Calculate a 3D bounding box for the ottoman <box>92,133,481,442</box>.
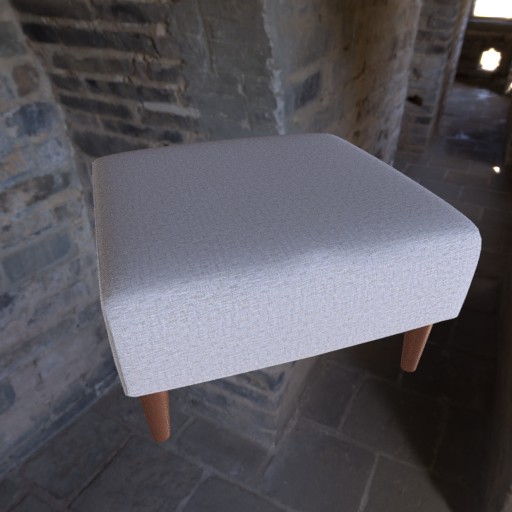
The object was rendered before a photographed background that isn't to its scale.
[{"bbox_3d":[0.000,0.000,1.019,0.655,0.399,0.648,-10,33,-16],"label":"ottoman"}]
